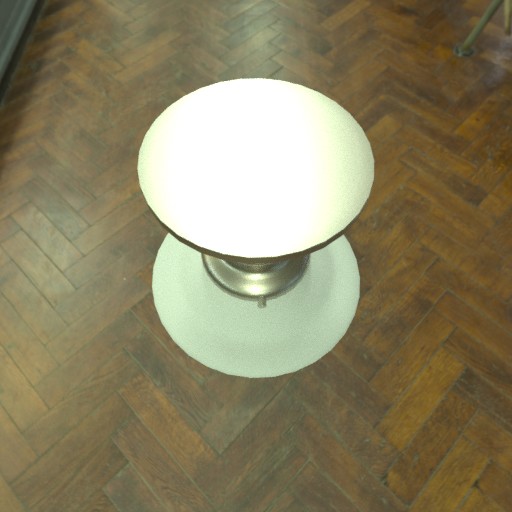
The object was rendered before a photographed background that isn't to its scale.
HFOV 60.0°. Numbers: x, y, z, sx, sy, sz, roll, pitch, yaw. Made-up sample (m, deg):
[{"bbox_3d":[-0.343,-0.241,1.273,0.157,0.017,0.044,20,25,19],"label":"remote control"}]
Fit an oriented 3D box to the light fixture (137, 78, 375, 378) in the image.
[{"bbox_3d":[0.000,0.000,0.395,0.199,0.254,0.199,0,59,0],"label":"light fixture"}]
